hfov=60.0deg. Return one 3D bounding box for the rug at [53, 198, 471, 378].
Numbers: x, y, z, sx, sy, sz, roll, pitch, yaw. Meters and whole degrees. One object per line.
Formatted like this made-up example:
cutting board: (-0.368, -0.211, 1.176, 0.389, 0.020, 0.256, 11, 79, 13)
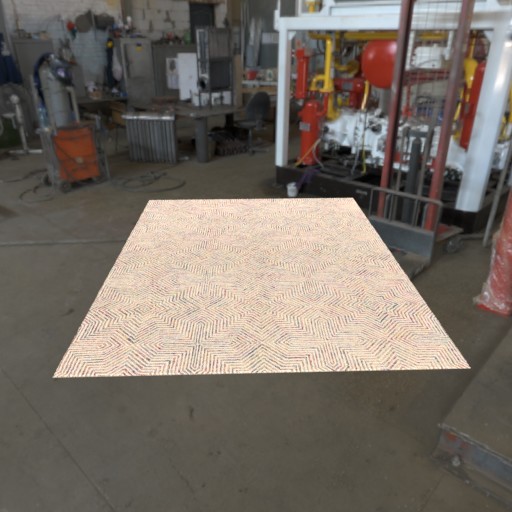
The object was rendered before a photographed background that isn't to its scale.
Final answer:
rug: (0.000, 0.000, 3.944, 2.442, 0.008, 3.046, -1, 27, -2)
